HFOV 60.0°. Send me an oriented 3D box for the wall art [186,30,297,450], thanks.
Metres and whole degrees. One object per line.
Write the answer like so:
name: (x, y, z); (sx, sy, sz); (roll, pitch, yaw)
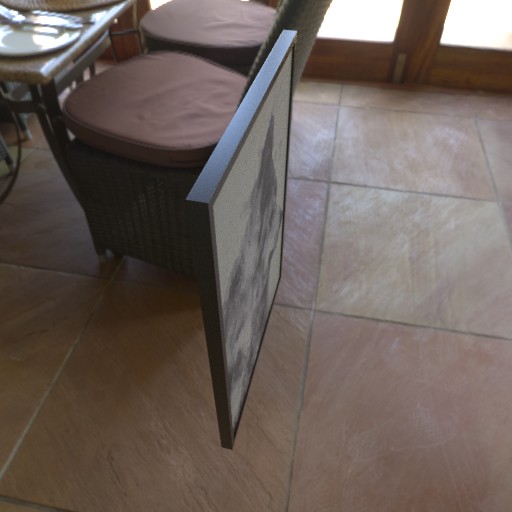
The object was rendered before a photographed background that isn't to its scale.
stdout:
wall art: (0.000, 0.000, 1.384); (0.039, 1.061, 0.804); (10, 47, 10)
